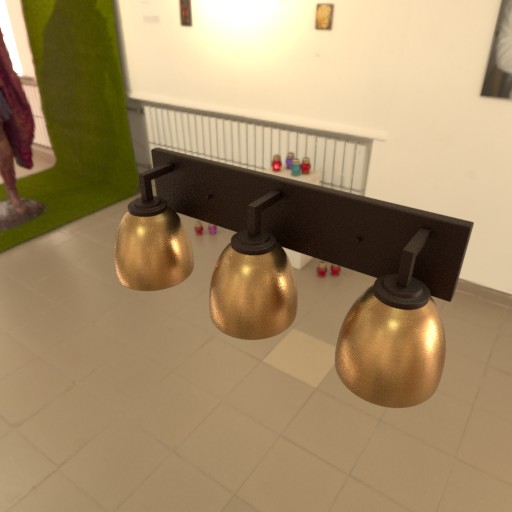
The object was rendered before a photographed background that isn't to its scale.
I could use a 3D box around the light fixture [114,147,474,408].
[{"bbox_3d":[0.000,0.000,0.671,0.582,0.204,0.157,19,36,29],"label":"light fixture"}]
